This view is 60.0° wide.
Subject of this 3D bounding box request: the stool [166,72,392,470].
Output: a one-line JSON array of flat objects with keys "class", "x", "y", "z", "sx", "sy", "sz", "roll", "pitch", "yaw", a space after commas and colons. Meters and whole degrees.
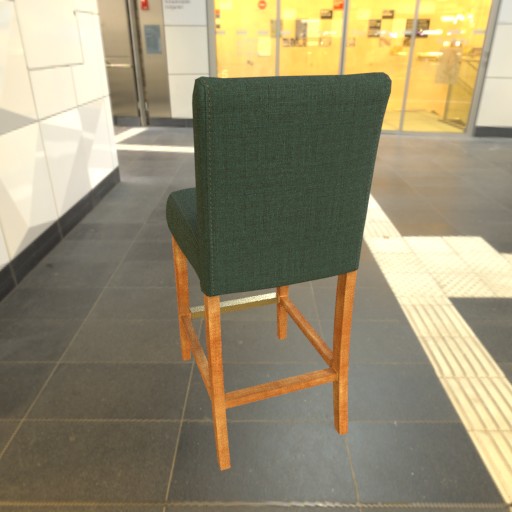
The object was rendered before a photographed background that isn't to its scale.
[{"class": "stool", "x": 0.000, "y": 0.000, "z": 1.328, "sx": 0.454, "sy": 1.039, "sz": 0.567, "roll": -9, "pitch": 27, "yaw": -17}]
